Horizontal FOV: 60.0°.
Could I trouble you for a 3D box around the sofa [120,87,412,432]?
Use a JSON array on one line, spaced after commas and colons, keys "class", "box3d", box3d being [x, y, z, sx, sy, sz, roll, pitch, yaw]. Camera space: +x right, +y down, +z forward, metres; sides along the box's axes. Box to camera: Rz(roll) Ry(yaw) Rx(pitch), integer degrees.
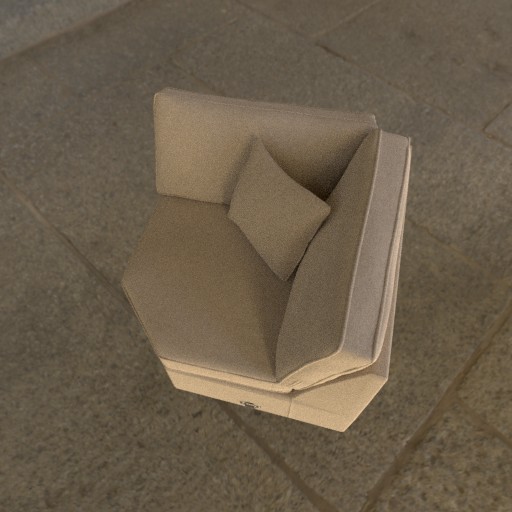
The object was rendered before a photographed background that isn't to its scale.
[{"class": "sofa", "box3d": [0.000, 0.000, 1.847, 1.050, 0.937, 1.042, 13, 58, 8]}]
